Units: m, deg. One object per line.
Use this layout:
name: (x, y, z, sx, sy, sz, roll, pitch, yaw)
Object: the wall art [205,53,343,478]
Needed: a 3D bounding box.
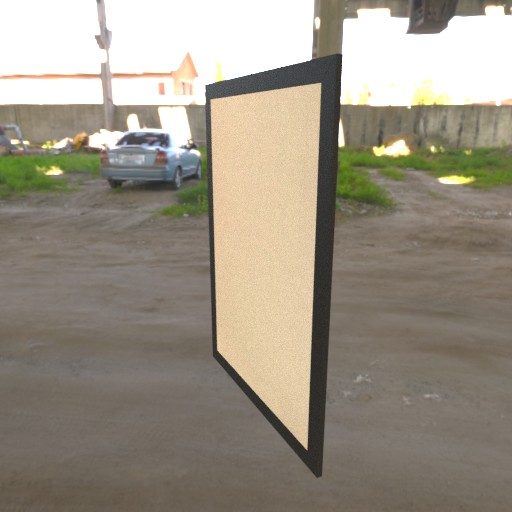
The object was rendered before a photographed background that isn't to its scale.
wall art: (0.000, 0.000, 0.692, 0.008, 0.530, 0.379, -8, 18, -26)
